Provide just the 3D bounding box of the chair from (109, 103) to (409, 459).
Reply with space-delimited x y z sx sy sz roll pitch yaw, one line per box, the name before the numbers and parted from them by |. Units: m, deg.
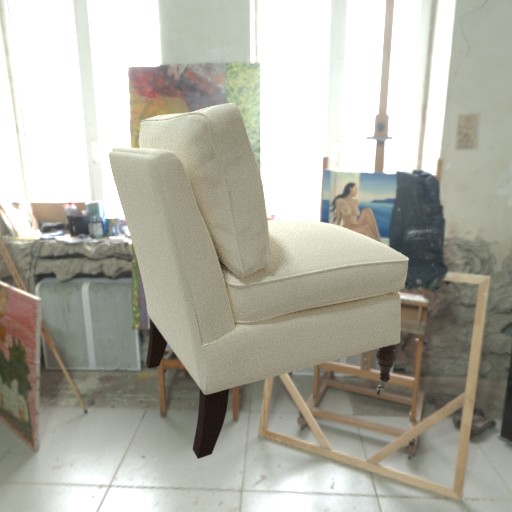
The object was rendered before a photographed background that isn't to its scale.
chair | 0.000 0.000 1.431 0.781 0.887 0.630 -7 16 -26
